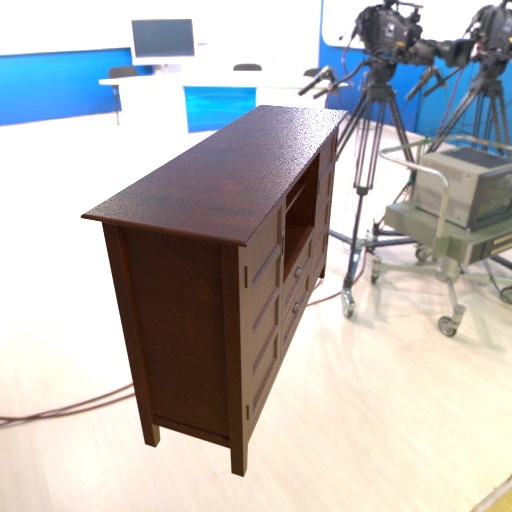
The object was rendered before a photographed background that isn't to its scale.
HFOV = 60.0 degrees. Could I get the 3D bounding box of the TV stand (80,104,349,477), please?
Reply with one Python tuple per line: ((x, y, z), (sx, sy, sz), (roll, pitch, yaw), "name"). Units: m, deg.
((0.000, 0.000, 1.825), (0.445, 0.915, 1.372), (10, 32, 17), "TV stand")
